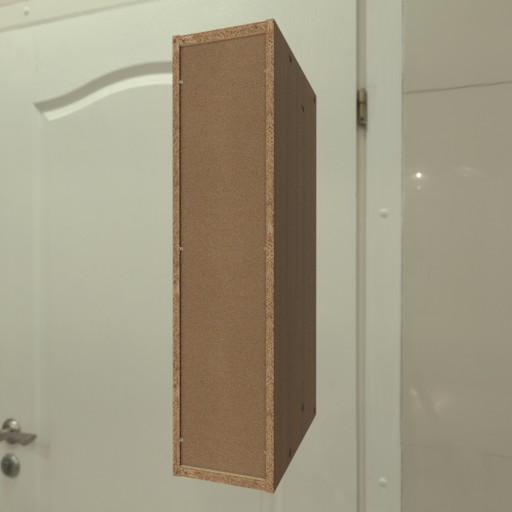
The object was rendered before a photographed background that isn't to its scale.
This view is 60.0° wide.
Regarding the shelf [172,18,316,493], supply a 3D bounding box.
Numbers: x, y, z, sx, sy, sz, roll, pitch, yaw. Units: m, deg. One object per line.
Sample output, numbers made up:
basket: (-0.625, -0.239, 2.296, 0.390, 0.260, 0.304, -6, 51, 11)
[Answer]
shelf: (0.000, 0.000, 0.720, 0.147, 0.600, 0.290, 0, 0, 18)
